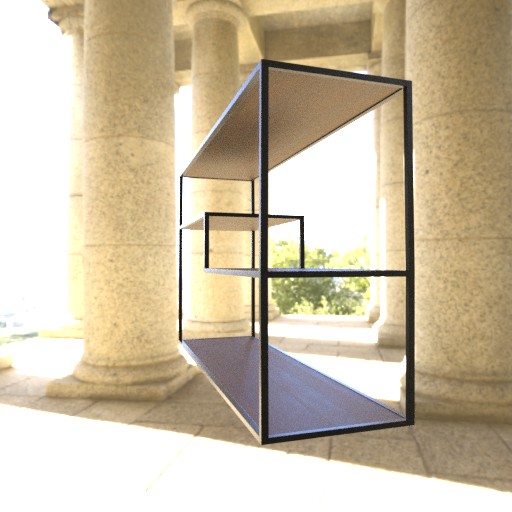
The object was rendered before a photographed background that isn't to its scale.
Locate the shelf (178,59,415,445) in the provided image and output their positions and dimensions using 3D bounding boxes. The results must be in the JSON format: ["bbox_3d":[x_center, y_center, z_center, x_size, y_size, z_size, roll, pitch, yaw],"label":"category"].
[{"bbox_3d":[0.000,0.000,1.501,0.361,0.765,1.201,0,-1,-18],"label":"shelf"}]
